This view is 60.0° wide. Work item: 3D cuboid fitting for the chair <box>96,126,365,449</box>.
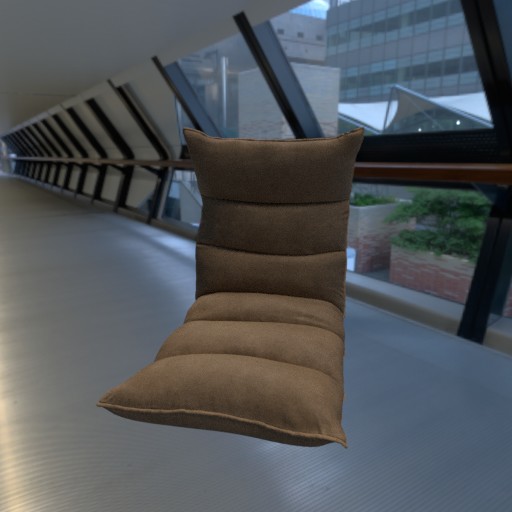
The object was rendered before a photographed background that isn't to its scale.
[{"bbox_3d":[0.000,0.000,1.548,0.714,0.892,0.985,3,14,11],"label":"chair"}]
